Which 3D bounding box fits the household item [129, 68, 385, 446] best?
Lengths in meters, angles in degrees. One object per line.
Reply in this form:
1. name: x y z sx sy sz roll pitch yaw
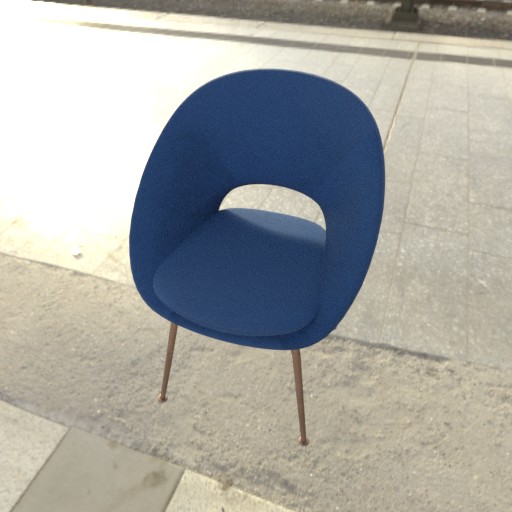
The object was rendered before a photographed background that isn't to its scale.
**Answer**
1. household item: 0.000 0.000 1.243 0.623 0.852 0.573 12 42 14
